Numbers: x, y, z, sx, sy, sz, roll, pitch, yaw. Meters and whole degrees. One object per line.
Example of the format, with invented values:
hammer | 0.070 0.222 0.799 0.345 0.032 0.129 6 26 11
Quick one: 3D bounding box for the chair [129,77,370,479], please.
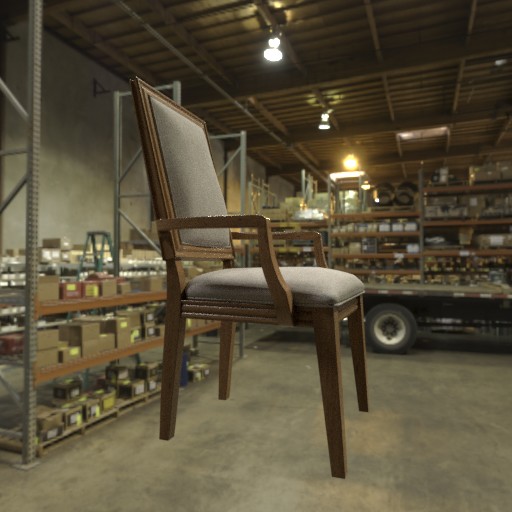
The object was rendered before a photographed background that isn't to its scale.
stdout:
chair | 0.000 0.000 1.318 0.602 0.990 0.606 0 -1 20
